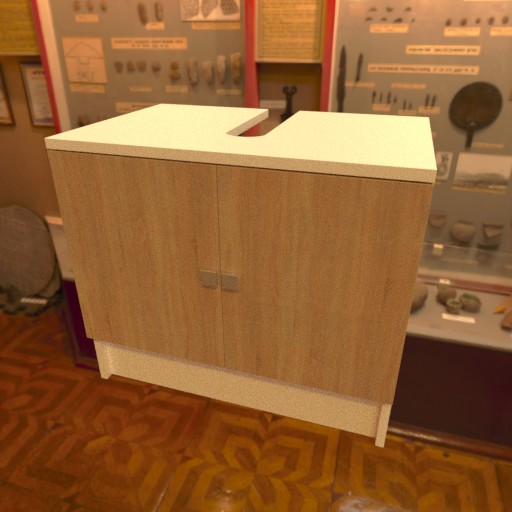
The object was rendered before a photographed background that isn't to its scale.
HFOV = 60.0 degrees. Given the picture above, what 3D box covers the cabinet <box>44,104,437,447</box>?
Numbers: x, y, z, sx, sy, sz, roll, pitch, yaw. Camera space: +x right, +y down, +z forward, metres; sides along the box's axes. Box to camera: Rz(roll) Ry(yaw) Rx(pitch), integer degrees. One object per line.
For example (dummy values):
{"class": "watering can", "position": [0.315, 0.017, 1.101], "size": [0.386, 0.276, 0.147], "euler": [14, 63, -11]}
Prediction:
{"class": "cabinet", "position": [0.000, 0.000, 0.918], "size": [0.600, 0.522, 0.400], "euler": [8, 28, 16]}
